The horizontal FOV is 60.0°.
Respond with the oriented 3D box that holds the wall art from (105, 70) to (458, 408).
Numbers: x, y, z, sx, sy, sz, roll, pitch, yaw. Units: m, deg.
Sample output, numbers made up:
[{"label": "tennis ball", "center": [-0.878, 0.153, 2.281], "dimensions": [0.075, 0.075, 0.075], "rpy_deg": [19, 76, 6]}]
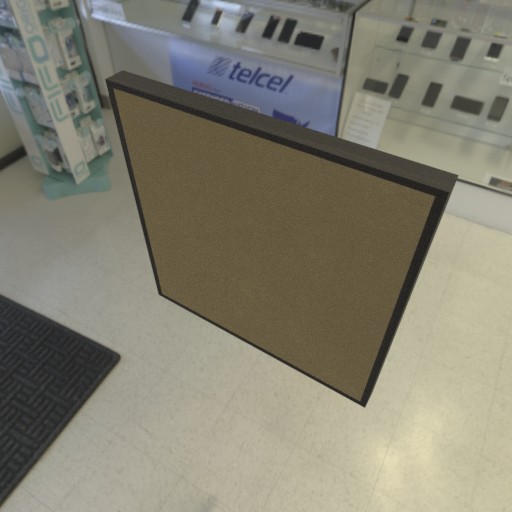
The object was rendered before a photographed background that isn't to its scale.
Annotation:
[{"label": "wall art", "center": [0.000, 0.000, 0.757], "dimensions": [0.509, 0.507, 0.037], "rpy_deg": [25, 51, 22]}]
